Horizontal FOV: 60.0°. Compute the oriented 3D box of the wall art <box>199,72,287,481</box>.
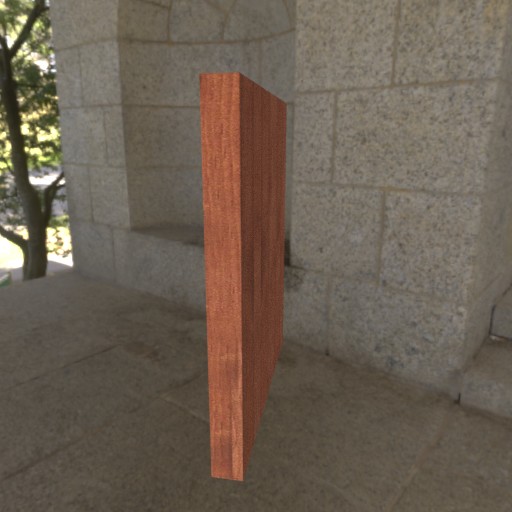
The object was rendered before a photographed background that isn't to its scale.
[{"bbox_3d":[0.000,0.000,0.648,0.039,0.449,0.377,3,15,10],"label":"wall art"}]
